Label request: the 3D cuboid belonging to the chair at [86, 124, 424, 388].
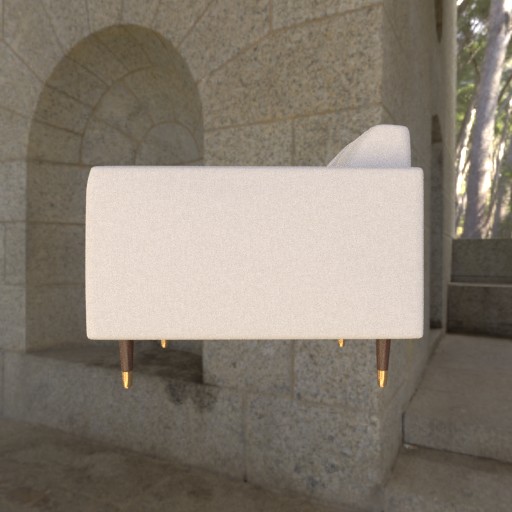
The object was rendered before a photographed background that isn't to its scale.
[{"bbox_3d":[0.000,0.000,1.693,0.998,0.819,0.953,0,0,-1],"label":"chair"}]
